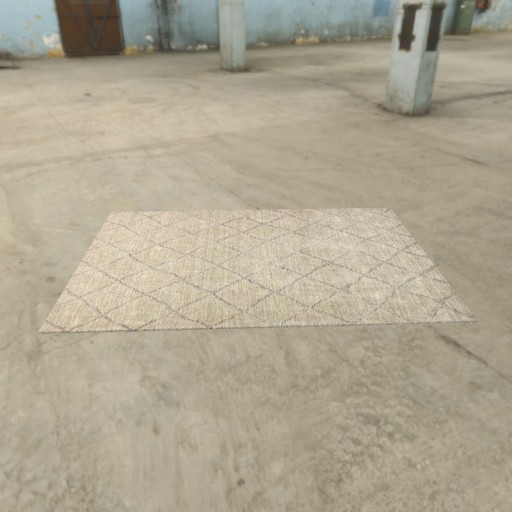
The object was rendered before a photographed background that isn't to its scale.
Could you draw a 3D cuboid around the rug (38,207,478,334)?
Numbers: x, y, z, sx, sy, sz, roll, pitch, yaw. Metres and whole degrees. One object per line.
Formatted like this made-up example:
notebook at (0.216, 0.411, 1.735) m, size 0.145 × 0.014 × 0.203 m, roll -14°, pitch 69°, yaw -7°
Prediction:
rug at (0.000, 0.000, 2.958) m, size 2.280 × 0.015 × 1.521 m, roll -1°, pitch 29°, yaw -2°
